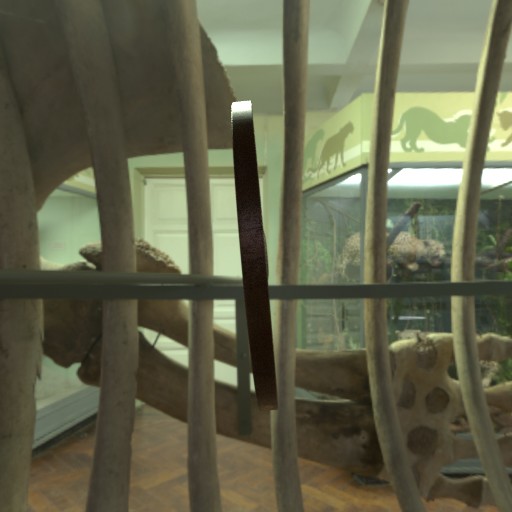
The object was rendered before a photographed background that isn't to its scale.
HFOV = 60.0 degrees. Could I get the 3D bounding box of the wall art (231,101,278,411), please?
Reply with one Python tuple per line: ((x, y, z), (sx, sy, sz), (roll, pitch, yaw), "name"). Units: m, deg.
((0.000, 0.000, 0.882), (0.084, 0.583, 0.582), (0, -1, 1), "wall art")
